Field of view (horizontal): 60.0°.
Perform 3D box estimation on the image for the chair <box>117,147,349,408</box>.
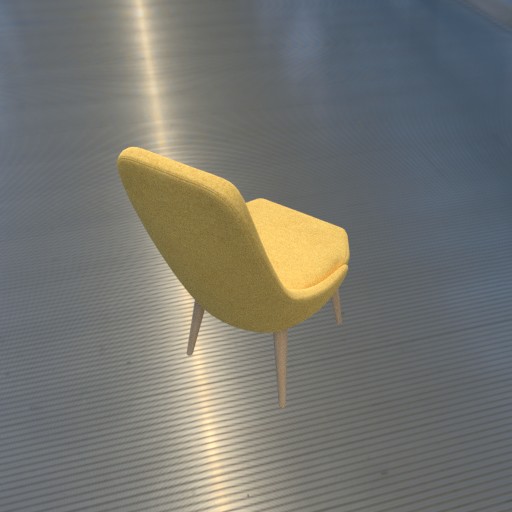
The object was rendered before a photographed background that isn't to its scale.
[{"bbox_3d":[0.000,0.000,1.399,0.510,1.040,0.660,23,50,21],"label":"chair"}]
